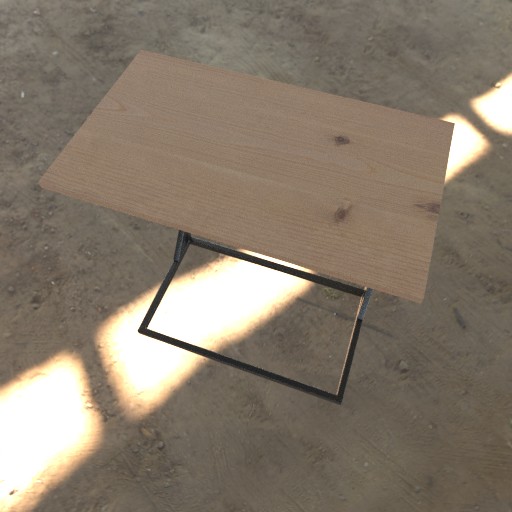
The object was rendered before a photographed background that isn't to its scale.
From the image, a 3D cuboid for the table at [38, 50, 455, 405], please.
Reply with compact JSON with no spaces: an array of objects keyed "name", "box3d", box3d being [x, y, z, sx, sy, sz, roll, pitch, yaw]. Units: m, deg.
[{"name":"table","box3d":[0.000,0.000,1.013,0.597,0.673,0.351,17,61,10]}]
